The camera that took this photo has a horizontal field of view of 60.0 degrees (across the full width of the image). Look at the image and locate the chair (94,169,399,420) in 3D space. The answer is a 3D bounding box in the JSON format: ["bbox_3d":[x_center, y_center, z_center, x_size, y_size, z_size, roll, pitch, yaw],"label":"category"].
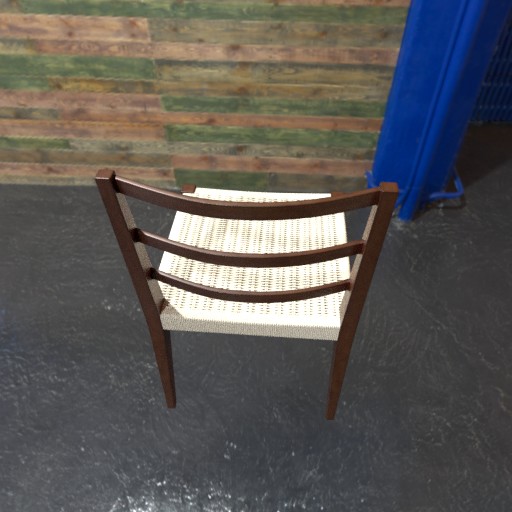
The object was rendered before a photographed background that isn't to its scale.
[{"bbox_3d":[0.000,0.000,1.132,0.480,0.813,0.551,3,46,3],"label":"chair"}]
